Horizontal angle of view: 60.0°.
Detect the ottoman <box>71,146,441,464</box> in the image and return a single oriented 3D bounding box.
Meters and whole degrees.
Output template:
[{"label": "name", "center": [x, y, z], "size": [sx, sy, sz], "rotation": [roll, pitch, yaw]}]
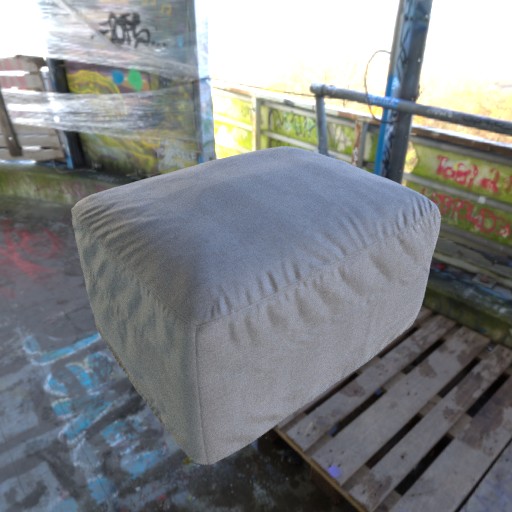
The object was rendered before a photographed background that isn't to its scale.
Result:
[{"label": "ottoman", "center": [0.000, 0.000, 1.266], "size": [0.837, 0.481, 0.683], "rotation": [-22, 37, -33]}]
